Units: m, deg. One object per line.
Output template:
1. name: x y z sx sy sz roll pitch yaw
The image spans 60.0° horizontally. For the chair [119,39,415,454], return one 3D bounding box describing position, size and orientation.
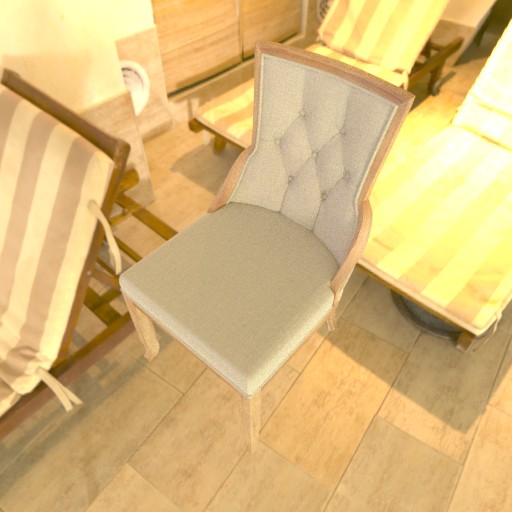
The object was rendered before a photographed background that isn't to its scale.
1. chair: 0.000 0.000 1.306 0.524 0.947 0.641 33 56 26
